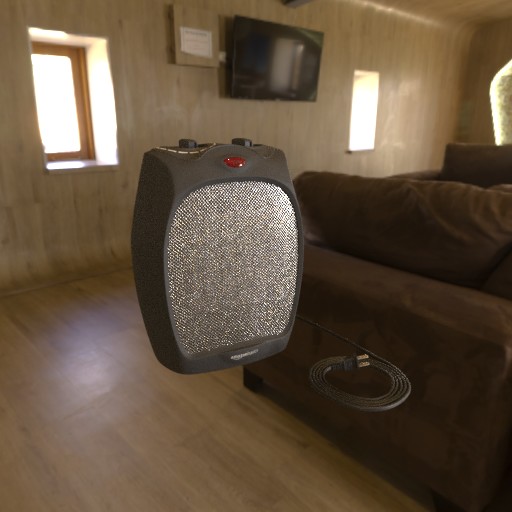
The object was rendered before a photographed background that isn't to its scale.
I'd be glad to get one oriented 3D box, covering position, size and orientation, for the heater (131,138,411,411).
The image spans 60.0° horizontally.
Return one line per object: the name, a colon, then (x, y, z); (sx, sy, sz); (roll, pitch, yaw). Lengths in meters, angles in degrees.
heater: (0.000, 0.000, 0.472); (0.239, 0.240, 0.291); (-8, 19, -26)
